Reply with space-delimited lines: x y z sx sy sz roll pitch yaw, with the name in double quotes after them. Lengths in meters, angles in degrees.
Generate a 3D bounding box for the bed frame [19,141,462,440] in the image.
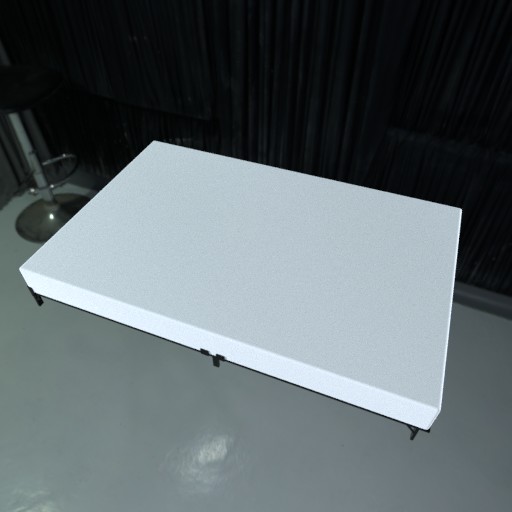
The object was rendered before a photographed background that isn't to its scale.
0.000 0.000 3.628 2.987 0.440 1.930 16 47 15 "bed frame"
